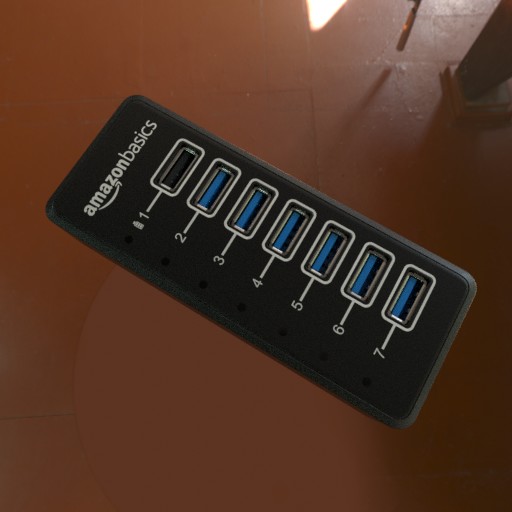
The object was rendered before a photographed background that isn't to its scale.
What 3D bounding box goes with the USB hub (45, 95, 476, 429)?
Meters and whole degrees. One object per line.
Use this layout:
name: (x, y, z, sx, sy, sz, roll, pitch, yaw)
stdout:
USB hub: (0.000, 0.000, 0.127, 0.110, 0.023, 0.044, 30, 78, 7)
